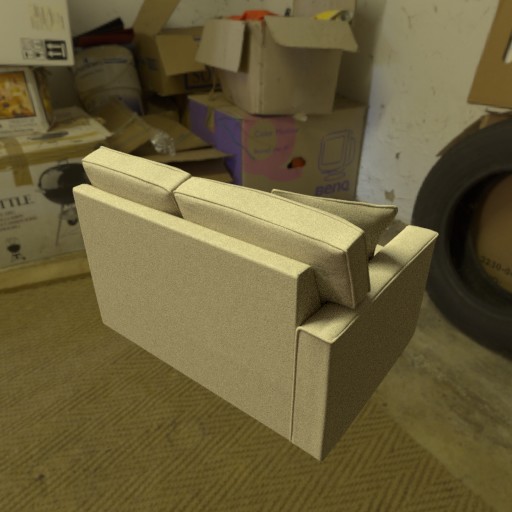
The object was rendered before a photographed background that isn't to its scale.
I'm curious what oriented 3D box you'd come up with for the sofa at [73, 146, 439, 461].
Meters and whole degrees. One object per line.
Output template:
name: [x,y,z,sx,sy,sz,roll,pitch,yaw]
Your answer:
sofa: [0.000,0.000,2.133,1.388,0.989,0.991,21,36,32]
